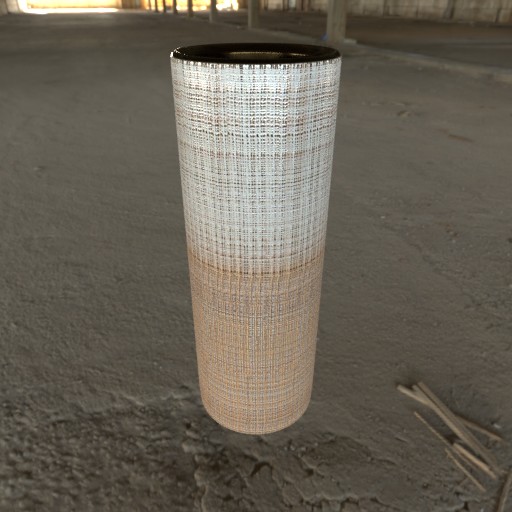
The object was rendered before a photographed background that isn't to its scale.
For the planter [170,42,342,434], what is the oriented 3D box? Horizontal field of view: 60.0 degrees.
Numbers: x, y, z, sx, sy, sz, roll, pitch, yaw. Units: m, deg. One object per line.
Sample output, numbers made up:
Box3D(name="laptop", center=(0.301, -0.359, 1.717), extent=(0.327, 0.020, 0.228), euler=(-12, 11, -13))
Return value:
Box3D(name="planter", center=(0.000, 0.000, 0.328), extent=(0.099, 0.278, 0.099), euler=(-9, 31, -15))
